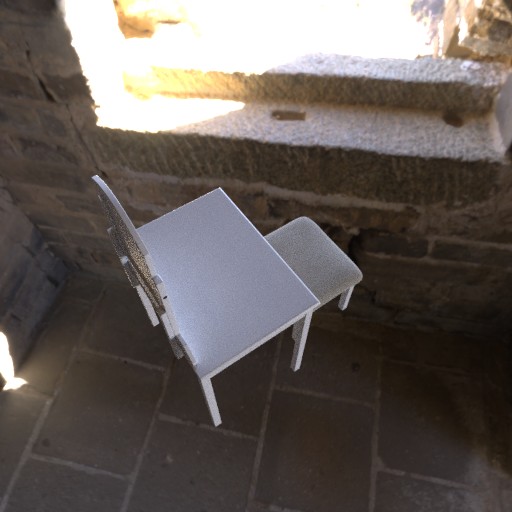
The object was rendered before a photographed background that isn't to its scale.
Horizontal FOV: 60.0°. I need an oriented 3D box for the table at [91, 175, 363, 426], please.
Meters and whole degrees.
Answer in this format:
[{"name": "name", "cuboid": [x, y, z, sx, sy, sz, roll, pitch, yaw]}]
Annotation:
[{"name": "table", "cuboid": [0.000, 0.000, 2.310, 1.211, 1.631, 0.876, -30, 61, -19]}]
